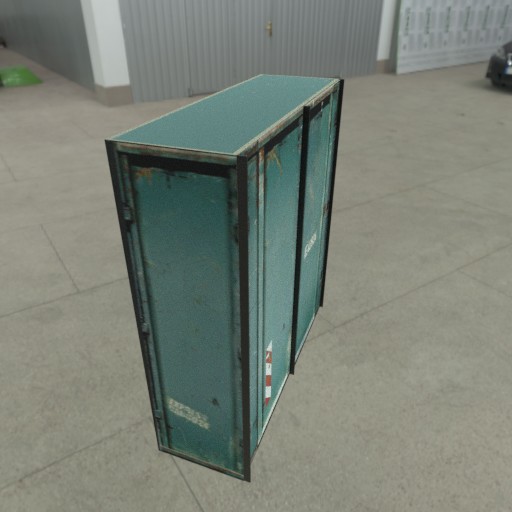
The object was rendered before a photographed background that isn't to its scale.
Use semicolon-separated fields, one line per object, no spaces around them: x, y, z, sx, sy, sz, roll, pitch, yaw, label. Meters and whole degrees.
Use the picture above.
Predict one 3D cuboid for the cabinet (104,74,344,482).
0.000;0.000;3.215;0.680;2.160;2.000;11;32;18;cabinet
